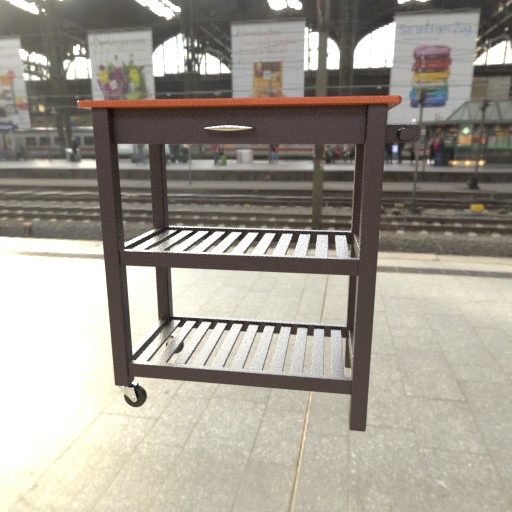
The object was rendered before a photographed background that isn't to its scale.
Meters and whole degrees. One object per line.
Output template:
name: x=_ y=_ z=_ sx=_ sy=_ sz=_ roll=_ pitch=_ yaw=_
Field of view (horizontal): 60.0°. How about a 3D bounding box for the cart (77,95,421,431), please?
cart: x=0.000 y=0.000 z=1.440 sx=0.899 sy=0.927 sz=0.457 roll=2 pitch=14 yaw=9
